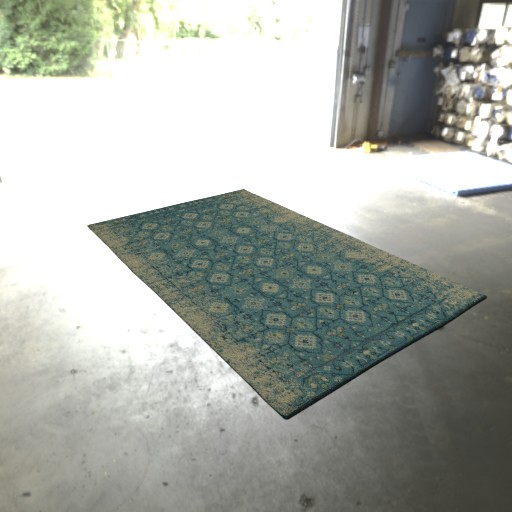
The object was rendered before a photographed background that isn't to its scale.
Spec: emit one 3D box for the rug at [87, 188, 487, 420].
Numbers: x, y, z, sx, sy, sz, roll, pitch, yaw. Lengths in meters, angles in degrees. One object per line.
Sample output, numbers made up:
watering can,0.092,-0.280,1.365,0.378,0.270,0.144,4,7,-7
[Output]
rug,0.000,0.000,3.020,1.530,0.015,2.449,-19,32,-32
